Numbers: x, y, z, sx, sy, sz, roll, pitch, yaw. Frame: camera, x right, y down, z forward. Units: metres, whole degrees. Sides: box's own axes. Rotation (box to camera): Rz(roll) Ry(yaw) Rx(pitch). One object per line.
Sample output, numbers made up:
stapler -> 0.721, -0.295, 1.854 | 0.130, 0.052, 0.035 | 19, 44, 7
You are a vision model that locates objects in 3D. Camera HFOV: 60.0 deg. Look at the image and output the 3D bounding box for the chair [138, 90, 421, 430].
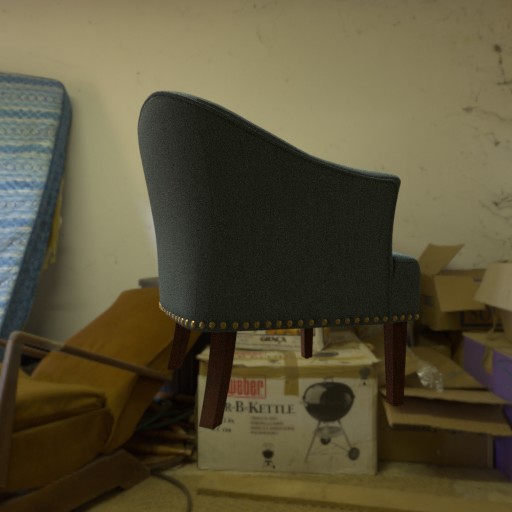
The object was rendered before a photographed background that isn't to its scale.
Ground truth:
chair -> 0.000, 0.000, 1.380 | 0.704, 0.815, 0.772 | 0, 1, -19
